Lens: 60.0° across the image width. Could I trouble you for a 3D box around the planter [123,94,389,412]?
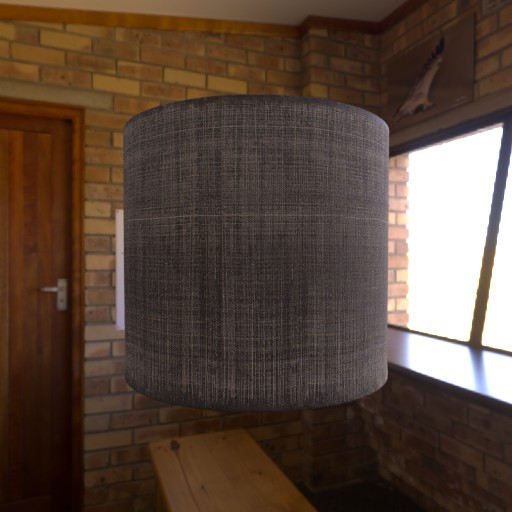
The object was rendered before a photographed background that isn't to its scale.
[{"bbox_3d":[0.000,0.000,0.385,0.221,0.201,0.221,0,0,0],"label":"planter"}]
